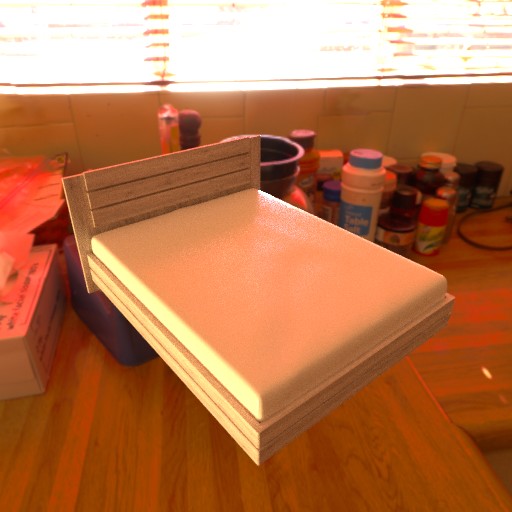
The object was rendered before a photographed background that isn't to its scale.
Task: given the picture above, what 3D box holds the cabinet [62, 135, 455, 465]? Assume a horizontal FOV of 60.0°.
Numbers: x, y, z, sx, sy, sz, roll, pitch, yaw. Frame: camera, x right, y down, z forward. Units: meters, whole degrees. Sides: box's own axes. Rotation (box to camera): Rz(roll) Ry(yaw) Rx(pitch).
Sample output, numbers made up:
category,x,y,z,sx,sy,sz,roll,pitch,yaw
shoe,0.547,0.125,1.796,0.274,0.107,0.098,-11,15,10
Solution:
category,x,y,z,sx,sy,sz,roll,pitch,yaw
cabinet,0.000,0.000,3.057,1.750,0.970,2.080,-22,37,-33
